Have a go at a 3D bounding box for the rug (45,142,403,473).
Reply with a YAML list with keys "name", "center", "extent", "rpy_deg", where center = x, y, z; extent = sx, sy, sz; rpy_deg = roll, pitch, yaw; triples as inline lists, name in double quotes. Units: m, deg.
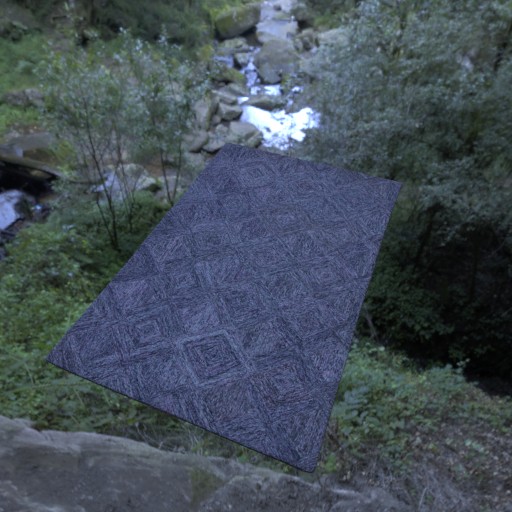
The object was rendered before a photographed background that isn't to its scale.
- name: "rug"
  center: [0.000, 0.000, 2.213]
  extent: [1.158, 0.013, 1.752]
  rpy_deg: [17, 49, 15]
